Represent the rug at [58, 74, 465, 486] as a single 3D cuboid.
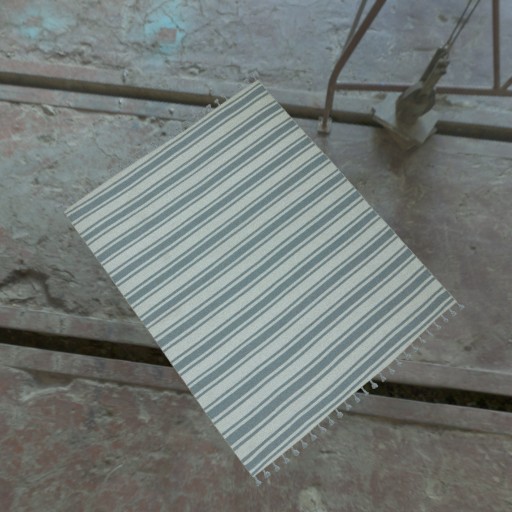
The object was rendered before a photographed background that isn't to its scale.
[{"bbox_3d":[0.000,0.000,4.205,2.439,0.005,3.201,-37,78,-9],"label":"rug"}]
